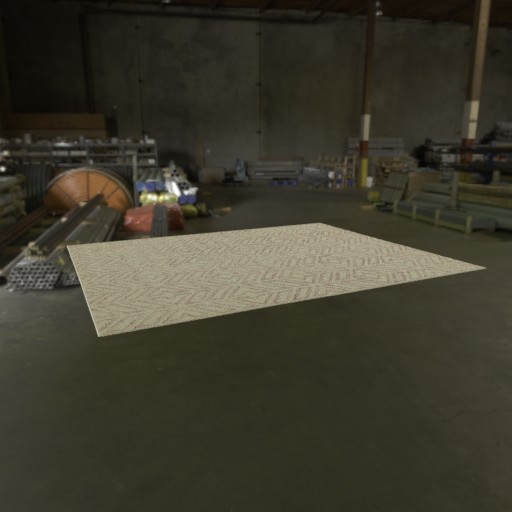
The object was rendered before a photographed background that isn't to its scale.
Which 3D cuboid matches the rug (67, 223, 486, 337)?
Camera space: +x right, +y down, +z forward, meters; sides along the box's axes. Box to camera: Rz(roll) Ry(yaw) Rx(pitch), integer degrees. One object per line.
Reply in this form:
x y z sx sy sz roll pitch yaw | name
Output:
0.000 0.000 4.050 3.045 0.008 2.421 -7 16 -25 | rug
